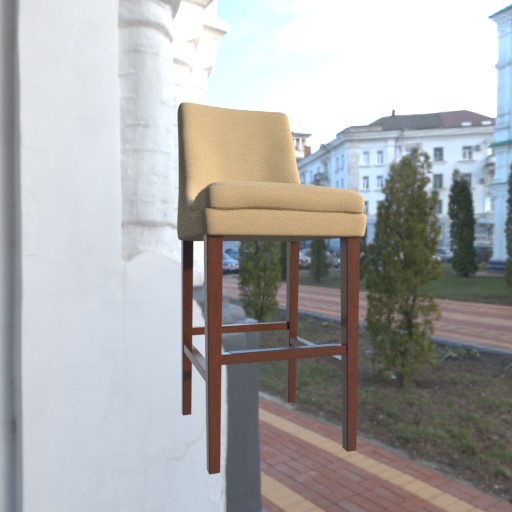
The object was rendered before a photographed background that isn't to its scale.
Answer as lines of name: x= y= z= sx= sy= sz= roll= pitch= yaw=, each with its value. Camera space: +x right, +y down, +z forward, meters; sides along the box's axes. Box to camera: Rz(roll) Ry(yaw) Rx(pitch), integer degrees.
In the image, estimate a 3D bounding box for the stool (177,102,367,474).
stool: x=0.000 y=0.000 z=1.401 sx=0.470 sy=1.078 sz=0.577 roll=0 pitch=1 yaw=-19
